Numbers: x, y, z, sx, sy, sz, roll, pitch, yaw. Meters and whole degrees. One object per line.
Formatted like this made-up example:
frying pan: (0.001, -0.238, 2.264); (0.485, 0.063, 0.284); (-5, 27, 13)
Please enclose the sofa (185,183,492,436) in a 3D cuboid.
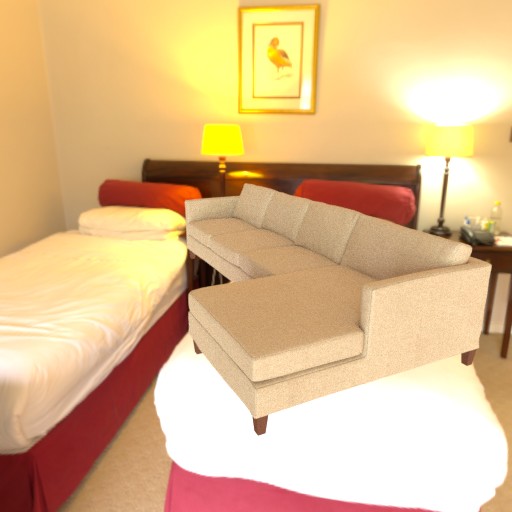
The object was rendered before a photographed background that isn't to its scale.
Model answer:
sofa: (0.000, 0.000, 3.754); (1.625, 0.846, 3.186); (-8, 18, -25)
